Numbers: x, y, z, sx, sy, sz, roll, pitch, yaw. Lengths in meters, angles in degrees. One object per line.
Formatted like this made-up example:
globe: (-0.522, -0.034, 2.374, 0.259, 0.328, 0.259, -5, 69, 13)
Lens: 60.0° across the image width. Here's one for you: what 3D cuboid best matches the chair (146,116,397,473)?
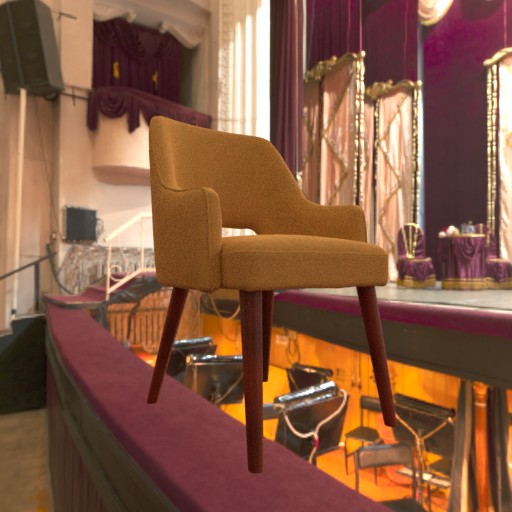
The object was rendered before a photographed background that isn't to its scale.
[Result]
chair: (0.000, 0.000, 1.226, 0.548, 0.849, 0.605, 1, -1, -36)
